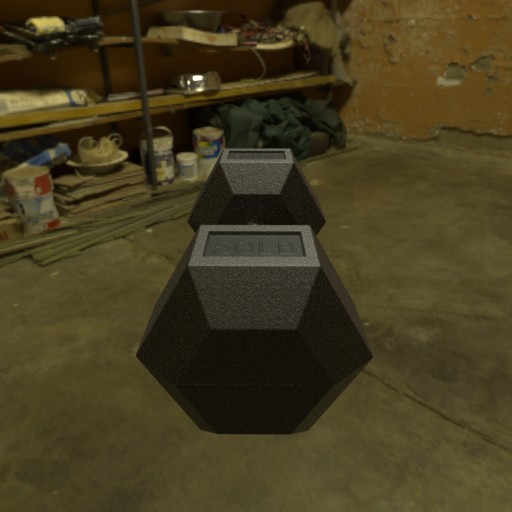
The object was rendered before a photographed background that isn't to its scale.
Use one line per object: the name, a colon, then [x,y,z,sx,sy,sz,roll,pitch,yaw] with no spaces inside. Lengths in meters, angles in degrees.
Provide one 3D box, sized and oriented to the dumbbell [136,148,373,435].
dumbbell: [0.000,0.000,0.466,0.173,0.150,0.384,0,27,0]
